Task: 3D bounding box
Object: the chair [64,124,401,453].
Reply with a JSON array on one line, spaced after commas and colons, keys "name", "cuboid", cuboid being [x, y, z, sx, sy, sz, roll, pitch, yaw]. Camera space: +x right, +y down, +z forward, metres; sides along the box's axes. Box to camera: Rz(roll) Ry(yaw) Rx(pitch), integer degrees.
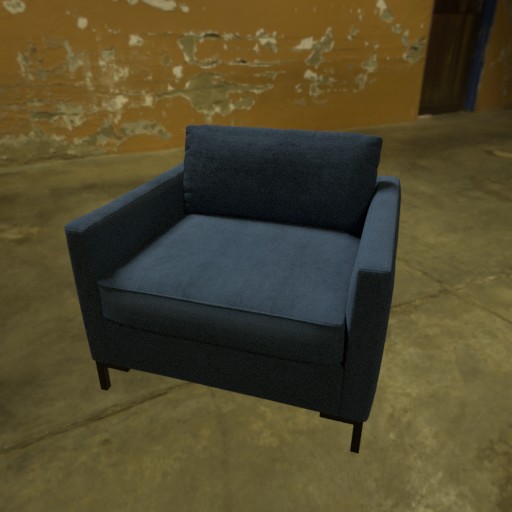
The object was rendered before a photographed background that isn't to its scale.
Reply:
[{"name": "chair", "cuboid": [0.000, 0.000, 1.613, 0.964, 0.812, 0.875, 8, 27, 16]}]
